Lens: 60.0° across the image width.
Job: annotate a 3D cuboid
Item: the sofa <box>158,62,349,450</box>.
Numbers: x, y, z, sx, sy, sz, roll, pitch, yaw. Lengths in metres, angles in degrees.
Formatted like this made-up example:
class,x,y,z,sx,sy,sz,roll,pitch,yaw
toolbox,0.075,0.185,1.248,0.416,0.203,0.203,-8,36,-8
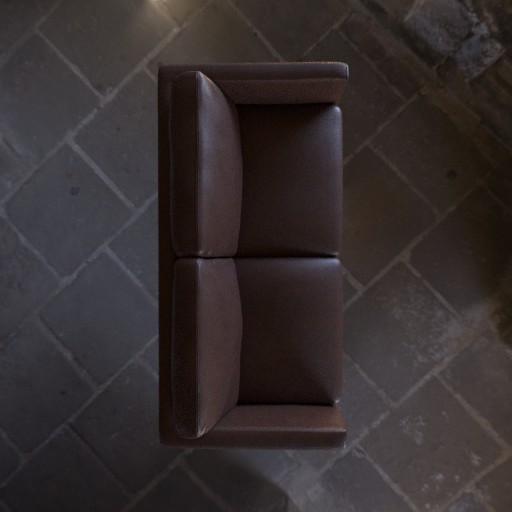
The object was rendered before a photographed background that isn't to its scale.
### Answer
class,x,y,z,sx,sy,sz,roll,pitch,yaw
sofa,0.000,0.000,2.426,0.951,0.933,1.883,0,91,2
